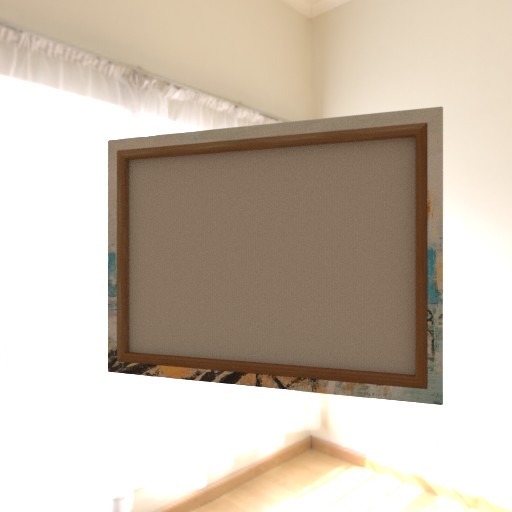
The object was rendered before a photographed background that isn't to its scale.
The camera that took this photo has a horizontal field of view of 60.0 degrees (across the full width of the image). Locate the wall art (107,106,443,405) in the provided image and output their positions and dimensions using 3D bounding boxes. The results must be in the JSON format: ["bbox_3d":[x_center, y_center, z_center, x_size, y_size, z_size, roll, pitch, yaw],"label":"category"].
[{"bbox_3d":[0.000,0.000,1.305,1.016,0.762,0.038,0,0,19],"label":"wall art"}]
